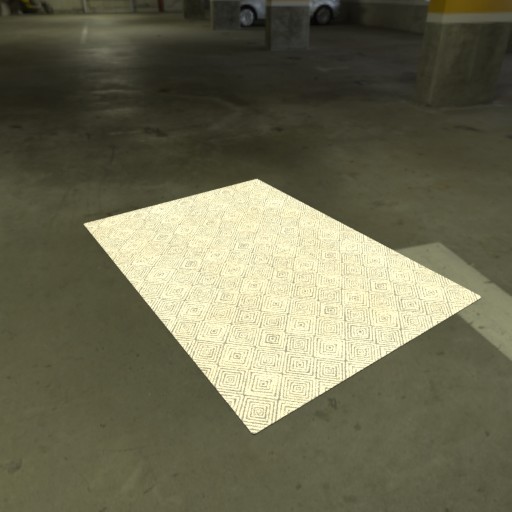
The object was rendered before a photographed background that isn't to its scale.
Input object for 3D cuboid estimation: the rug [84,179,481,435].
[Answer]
[{"bbox_3d":[0.000,0.000,2.931,1.593,0.008,2.238,-20,36,-29],"label":"rug"}]
